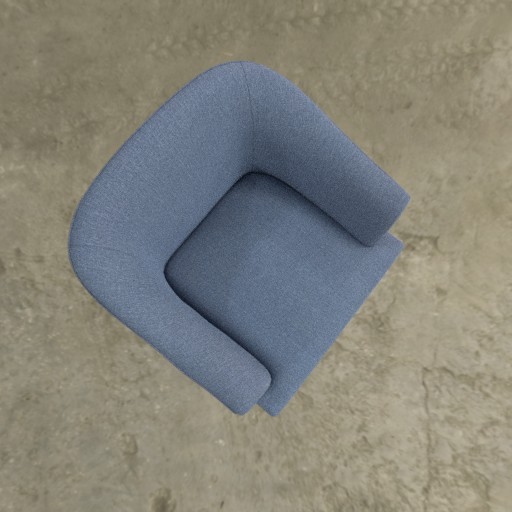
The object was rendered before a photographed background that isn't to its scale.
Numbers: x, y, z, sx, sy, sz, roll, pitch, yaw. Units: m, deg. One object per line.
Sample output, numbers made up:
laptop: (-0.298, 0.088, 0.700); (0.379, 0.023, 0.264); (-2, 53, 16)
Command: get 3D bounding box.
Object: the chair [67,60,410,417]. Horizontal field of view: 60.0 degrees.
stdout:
chair: (0.000, 0.000, 1.384); (0.704, 0.815, 0.772); (38, 80, 8)
